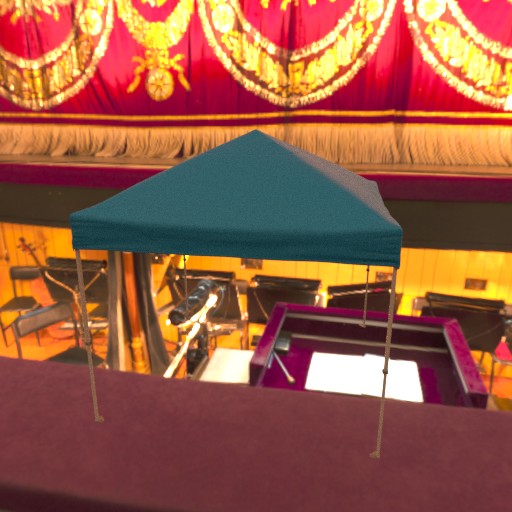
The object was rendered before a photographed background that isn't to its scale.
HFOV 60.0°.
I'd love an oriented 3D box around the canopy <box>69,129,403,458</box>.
[{"bbox_3d":[0.000,0.000,5.451,2.998,2.997,2.996,3,17,10],"label":"canopy"}]
